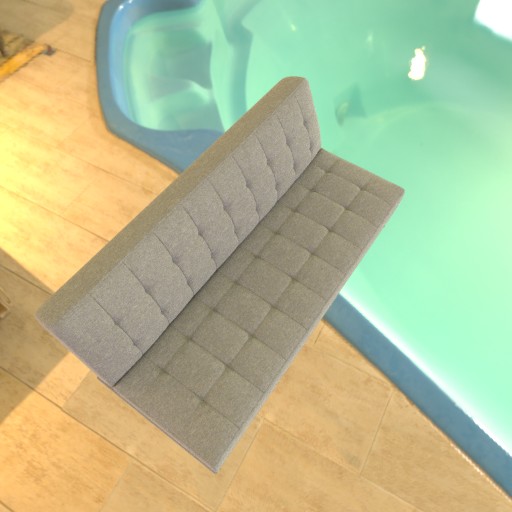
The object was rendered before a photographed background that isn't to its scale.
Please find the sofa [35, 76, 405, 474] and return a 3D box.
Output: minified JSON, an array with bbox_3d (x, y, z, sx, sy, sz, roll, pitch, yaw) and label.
[{"bbox_3d":[0.000,0.000,2.246,0.860,0.810,1.800,31,63,18],"label":"sofa"}]
